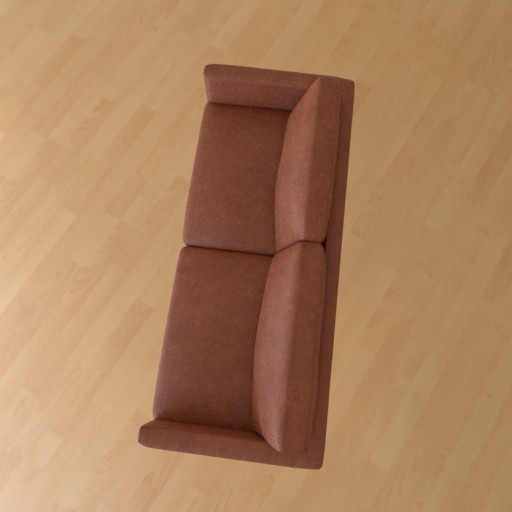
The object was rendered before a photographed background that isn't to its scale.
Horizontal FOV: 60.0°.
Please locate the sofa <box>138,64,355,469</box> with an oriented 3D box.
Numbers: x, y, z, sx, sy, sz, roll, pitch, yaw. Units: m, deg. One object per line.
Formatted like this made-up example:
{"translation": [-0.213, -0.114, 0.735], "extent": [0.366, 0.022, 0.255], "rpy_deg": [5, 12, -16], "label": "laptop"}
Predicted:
{"translation": [0.000, 0.000, 2.700], "extent": [0.950, 0.932, 2.204], "rpy_deg": [7, 76, 2], "label": "sofa"}
